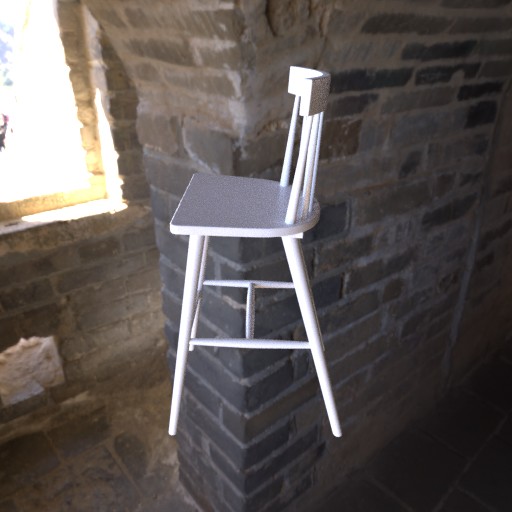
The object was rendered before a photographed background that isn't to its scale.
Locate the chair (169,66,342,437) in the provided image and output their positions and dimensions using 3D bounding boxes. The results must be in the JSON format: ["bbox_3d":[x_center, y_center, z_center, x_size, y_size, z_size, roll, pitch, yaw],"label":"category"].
[{"bbox_3d":[0.000,0.000,1.417,0.572,1.092,0.483,0,26,0],"label":"chair"}]
